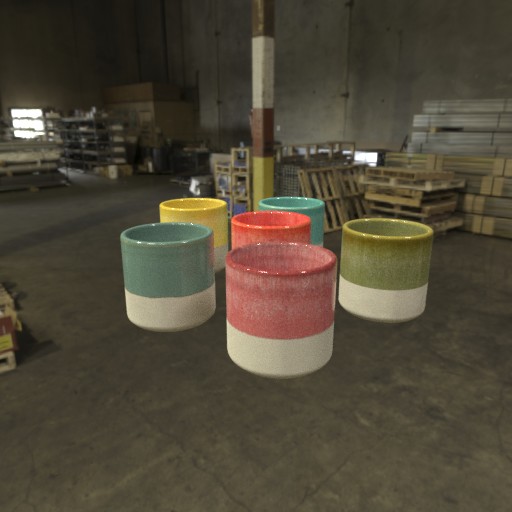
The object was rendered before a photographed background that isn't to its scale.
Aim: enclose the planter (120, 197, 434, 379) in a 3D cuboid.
[{"bbox_3d":[0.000,0.000,0.428,0.257,0.075,0.286,-15,22,-41],"label":"planter"}]
